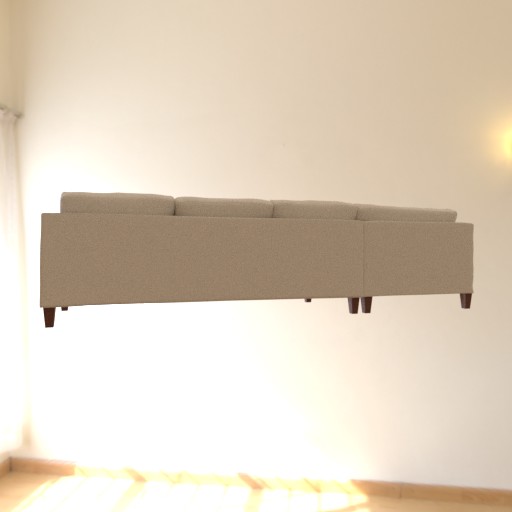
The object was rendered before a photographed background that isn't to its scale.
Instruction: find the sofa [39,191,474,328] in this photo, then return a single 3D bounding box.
[{"bbox_3d":[0.000,0.000,3.844,3.186,0.846,1.625,0,0,-17],"label":"sofa"}]
